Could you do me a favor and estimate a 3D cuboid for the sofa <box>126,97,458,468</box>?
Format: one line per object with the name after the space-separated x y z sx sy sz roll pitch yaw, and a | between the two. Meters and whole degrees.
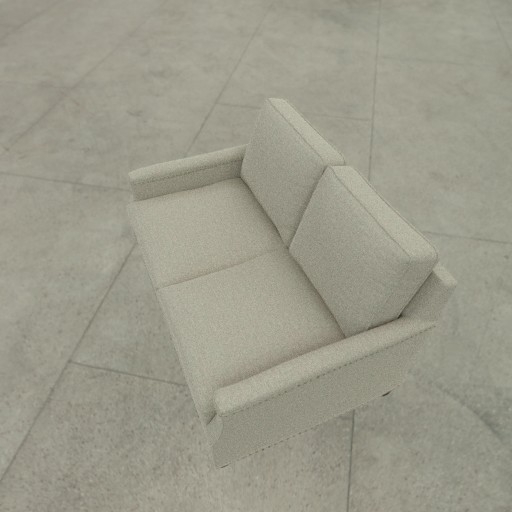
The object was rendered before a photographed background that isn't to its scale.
0.000 0.000 2.290 1.084 1.003 1.597 -17 49 -16 | sofa
